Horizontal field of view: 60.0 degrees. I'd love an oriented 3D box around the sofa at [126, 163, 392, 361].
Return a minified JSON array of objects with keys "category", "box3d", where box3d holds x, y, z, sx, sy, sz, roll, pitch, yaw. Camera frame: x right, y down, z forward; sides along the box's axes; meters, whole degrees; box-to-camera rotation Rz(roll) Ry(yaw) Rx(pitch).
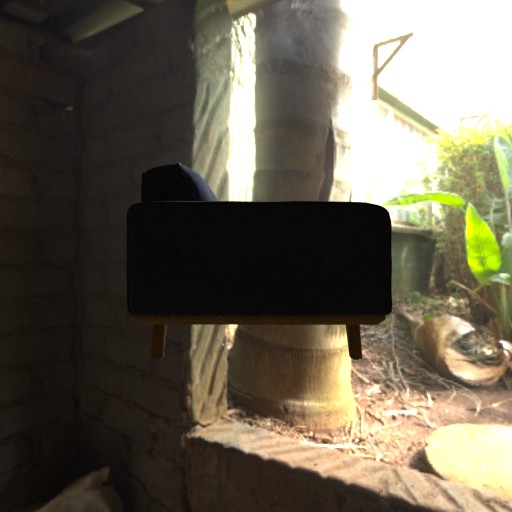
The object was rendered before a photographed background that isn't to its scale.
[{"category":"sofa","box3d":[0.000,0.000,2.678,0.953,0.782,2.270,0,1,-1]}]
